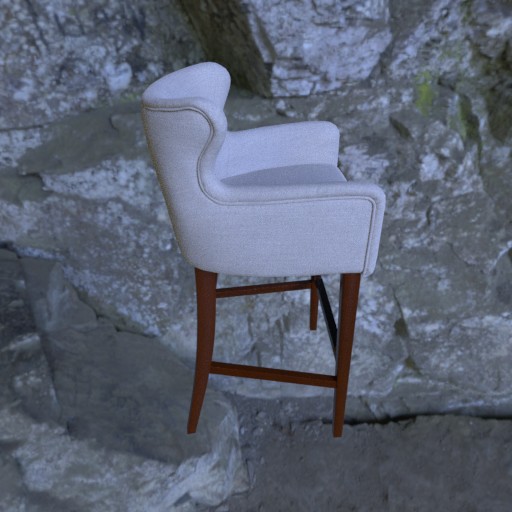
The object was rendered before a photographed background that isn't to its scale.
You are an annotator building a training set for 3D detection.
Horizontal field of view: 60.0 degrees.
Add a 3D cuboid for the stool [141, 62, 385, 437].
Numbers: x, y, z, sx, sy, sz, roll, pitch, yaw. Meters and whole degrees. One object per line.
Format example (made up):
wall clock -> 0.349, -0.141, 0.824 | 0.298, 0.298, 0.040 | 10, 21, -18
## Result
stool -> 0.000, 0.000, 1.351 | 0.563, 1.034, 0.556 | -1, 31, -2
